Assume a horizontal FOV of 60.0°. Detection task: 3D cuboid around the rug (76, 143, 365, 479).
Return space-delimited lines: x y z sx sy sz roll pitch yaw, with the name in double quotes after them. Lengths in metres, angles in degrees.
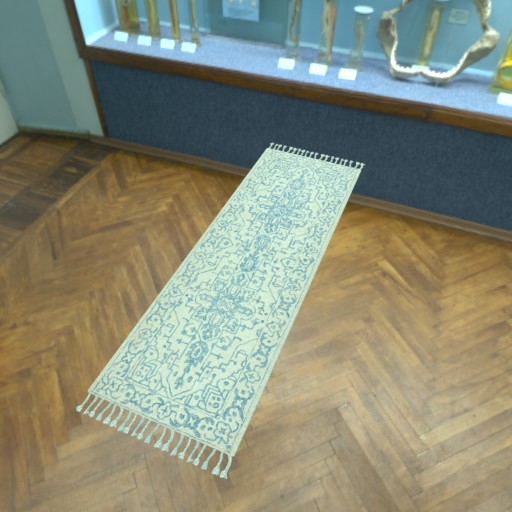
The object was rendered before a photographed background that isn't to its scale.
0.000 0.000 2.700 0.774 0.011 2.449 17 48 16 "rug"
